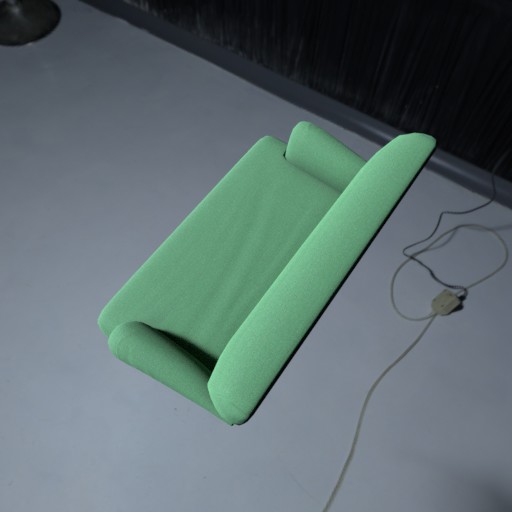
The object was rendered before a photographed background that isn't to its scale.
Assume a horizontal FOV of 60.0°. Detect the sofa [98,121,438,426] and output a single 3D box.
[{"bbox_3d":[0.000,0.000,1.840,0.779,0.889,1.297,33,68,15],"label":"sofa"}]
